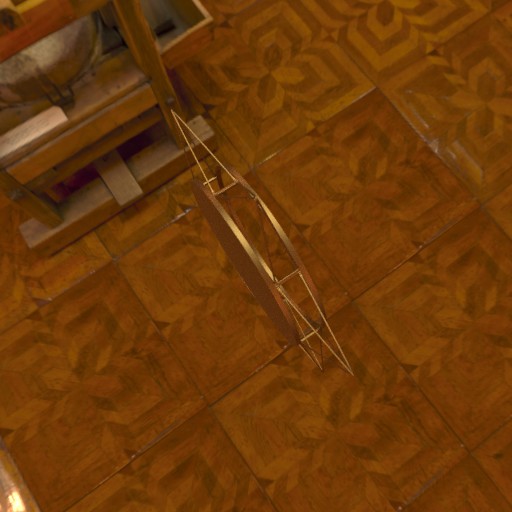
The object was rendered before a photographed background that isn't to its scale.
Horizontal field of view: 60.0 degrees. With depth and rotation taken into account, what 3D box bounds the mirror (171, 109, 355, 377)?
[{"bbox_3d":[0.000,0.000,0.805,0.062,0.581,0.498,-33,78,-8],"label":"mirror"}]
